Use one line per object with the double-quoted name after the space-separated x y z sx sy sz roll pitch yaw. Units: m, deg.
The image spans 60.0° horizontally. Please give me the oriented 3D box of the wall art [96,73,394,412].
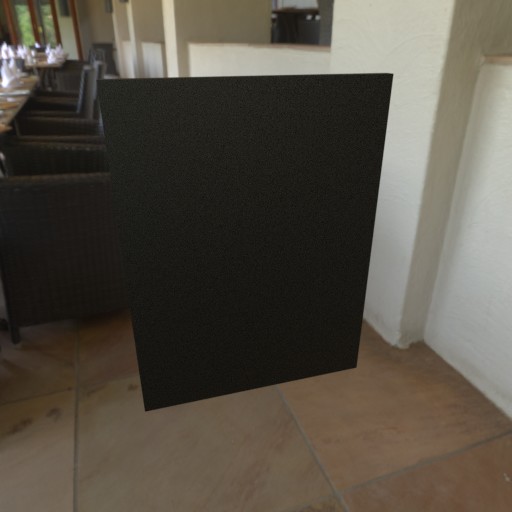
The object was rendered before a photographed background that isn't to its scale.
0.000 0.000 1.409 0.806 1.062 0.038 -7 27 -15 "wall art"
